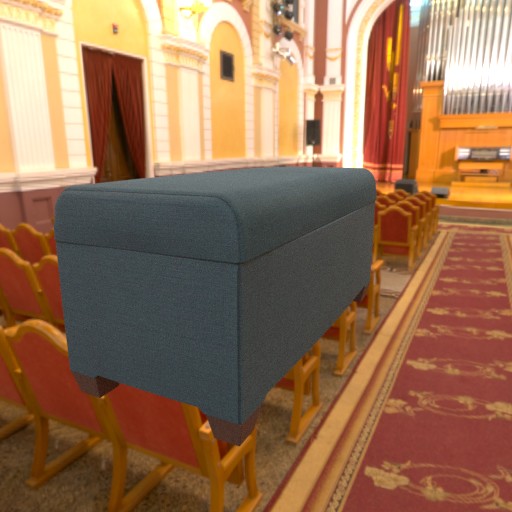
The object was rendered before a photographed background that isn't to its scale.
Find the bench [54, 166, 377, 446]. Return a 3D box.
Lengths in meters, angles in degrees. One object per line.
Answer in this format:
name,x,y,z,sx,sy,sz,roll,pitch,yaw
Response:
bench,0.000,0.000,1.259,0.476,0.474,0.995,7,16,26
